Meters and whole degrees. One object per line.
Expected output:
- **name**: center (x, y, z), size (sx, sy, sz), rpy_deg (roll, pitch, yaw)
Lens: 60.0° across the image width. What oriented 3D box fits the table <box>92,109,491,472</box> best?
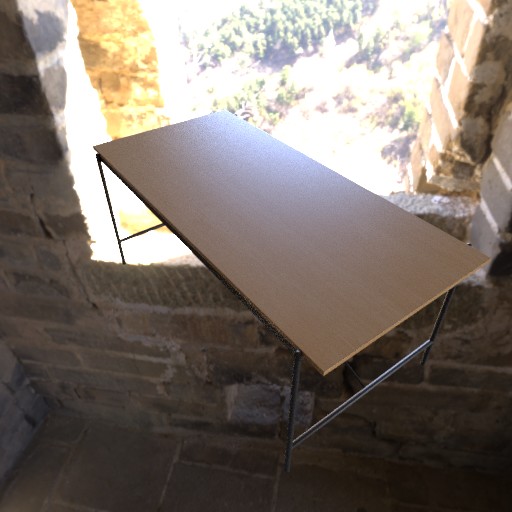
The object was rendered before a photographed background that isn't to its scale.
- **table**: center (0.000, 0.000, 2.257), size (0.900, 0.758, 1.800), rpy_deg (-25, 46, -27)
